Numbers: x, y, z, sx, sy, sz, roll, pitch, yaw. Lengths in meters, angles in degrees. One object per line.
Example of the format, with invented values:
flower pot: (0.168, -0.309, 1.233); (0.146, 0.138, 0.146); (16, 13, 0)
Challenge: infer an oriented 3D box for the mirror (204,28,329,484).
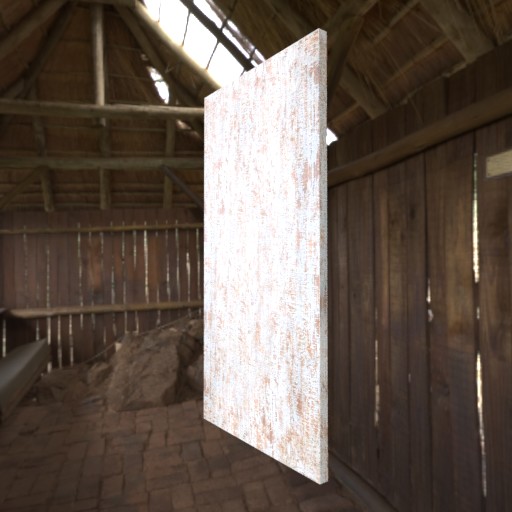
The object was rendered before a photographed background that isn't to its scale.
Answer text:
mirror: (0.000, 0.000, 1.094); (0.027, 0.922, 0.472); (1, -1, -36)
